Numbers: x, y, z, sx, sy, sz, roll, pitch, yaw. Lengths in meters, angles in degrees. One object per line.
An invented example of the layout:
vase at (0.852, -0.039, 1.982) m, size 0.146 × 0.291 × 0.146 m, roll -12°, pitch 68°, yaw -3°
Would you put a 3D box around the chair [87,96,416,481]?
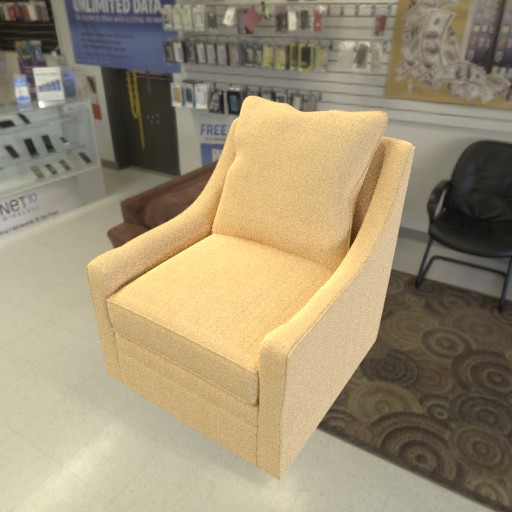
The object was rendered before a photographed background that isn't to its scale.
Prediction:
chair at (0.000, 0.000, 1.556) m, size 0.760 × 0.927 × 0.876 m, roll 19°, pitch 34°, yaw 29°
